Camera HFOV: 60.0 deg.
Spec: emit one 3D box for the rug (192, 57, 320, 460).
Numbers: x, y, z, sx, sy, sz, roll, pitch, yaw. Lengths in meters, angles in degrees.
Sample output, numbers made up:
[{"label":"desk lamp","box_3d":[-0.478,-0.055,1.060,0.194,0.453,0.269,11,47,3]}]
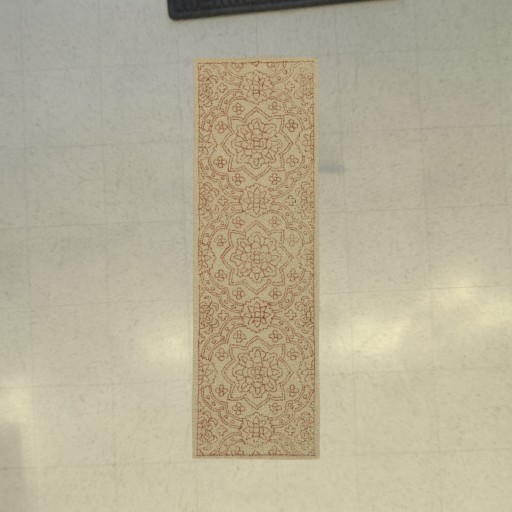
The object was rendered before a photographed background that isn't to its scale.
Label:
[{"label":"rug","box_3d":[0.000,0.000,2.694,0.769,0.012,2.448,0,89,1]}]
